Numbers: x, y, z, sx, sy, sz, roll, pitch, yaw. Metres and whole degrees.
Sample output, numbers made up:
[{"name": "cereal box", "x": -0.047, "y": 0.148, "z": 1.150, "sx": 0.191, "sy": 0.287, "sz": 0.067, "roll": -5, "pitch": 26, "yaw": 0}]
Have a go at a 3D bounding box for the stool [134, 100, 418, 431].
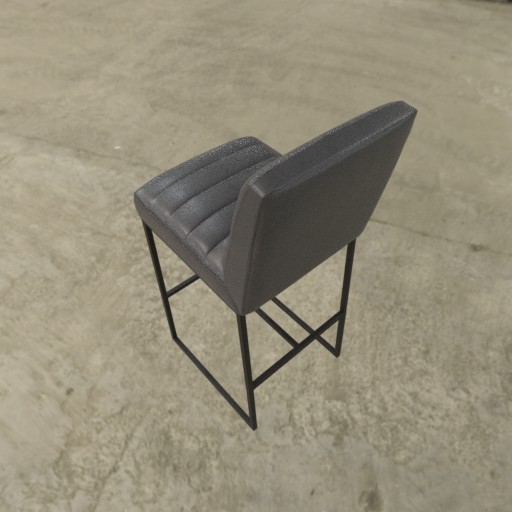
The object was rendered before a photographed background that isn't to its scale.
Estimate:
[{"name": "stool", "x": 0.000, "y": 0.000, "z": 1.334, "sx": 0.457, "sy": 1.040, "sz": 0.552, "roll": -33, "pitch": 55, "yaw": -27}]
